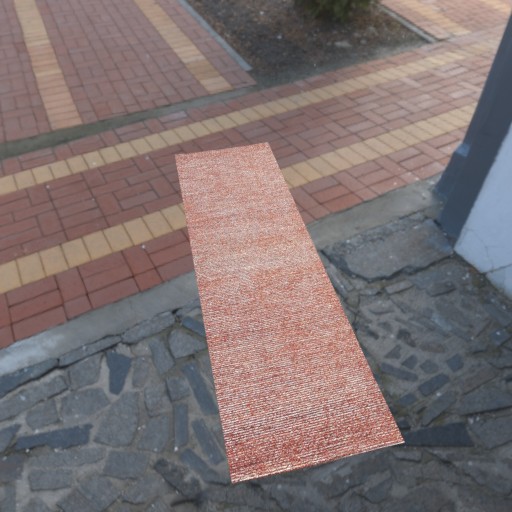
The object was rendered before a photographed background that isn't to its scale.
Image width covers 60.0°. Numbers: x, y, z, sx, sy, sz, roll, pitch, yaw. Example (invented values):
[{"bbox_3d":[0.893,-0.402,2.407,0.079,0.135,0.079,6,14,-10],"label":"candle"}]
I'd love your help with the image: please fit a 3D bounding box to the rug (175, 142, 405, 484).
[{"bbox_3d":[0.000,0.000,2.548,0.718,0.013,2.353,-9,46,-9],"label":"rug"}]
